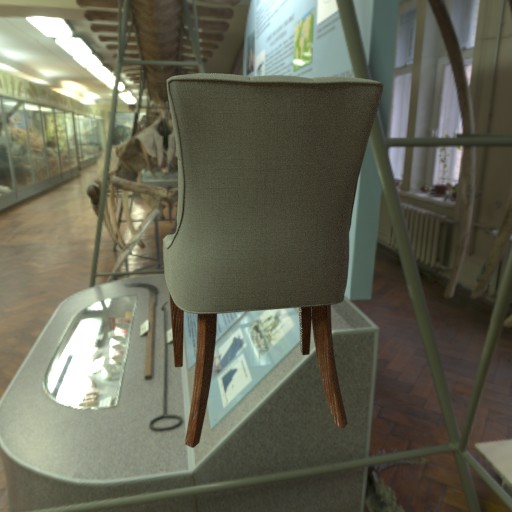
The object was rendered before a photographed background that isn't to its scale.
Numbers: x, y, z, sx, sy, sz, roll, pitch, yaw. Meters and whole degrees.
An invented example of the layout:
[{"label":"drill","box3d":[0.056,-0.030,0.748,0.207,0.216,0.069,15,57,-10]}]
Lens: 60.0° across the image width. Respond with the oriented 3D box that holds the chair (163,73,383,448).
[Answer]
[{"label":"chair","box3d":[0.000,0.000,1.222,0.509,0.874,0.565,-3,16,-11]}]
